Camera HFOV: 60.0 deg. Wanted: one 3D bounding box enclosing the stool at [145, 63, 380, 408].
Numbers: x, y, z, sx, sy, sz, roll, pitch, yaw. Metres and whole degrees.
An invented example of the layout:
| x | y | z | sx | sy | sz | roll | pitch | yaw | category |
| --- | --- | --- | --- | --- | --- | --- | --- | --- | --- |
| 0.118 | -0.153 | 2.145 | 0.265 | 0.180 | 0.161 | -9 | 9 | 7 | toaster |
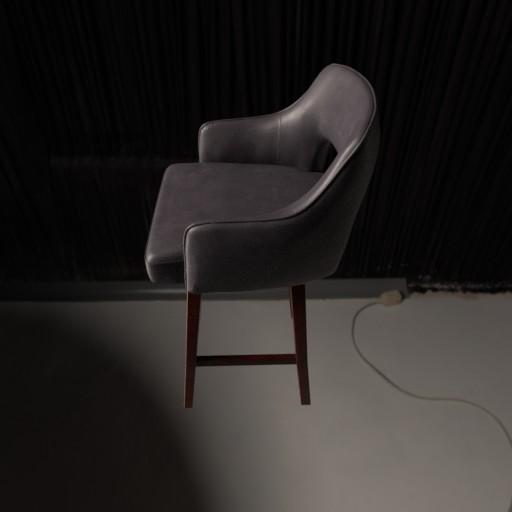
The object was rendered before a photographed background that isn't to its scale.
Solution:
| x | y | z | sx | sy | sz | roll | pitch | yaw | category |
| --- | --- | --- | --- | --- | --- | --- | --- | --- | --- |
| 0.000 | 0.000 | 1.364 | 0.560 | 1.041 | 0.550 | -1 | 42 | -1 | stool |
